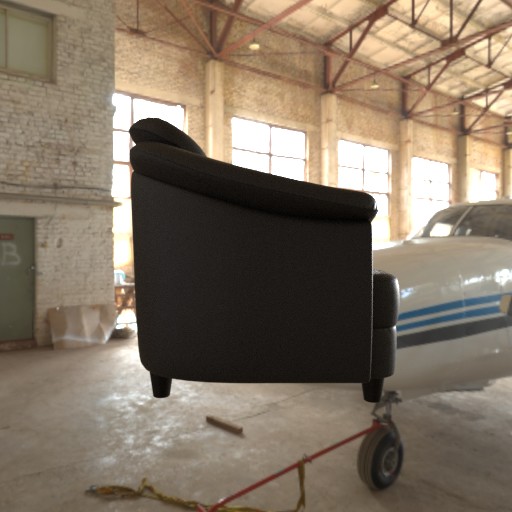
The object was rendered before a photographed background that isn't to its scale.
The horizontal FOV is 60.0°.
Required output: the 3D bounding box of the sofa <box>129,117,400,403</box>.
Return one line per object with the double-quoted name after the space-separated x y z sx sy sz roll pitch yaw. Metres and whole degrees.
0.000 0.000 1.506 0.794 0.811 0.870 0 1 -1 "sofa"
